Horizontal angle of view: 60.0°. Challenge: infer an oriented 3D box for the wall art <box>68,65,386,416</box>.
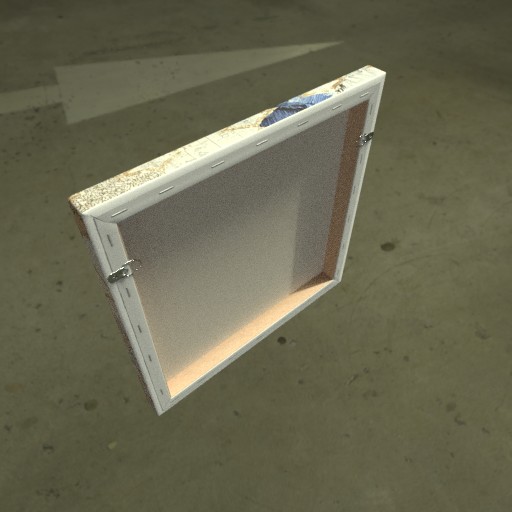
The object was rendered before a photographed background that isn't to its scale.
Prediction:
[{"bbox_3d":[0.000,0.000,0.766,0.507,0.508,0.038,-32,55,-26],"label":"wall art"}]
